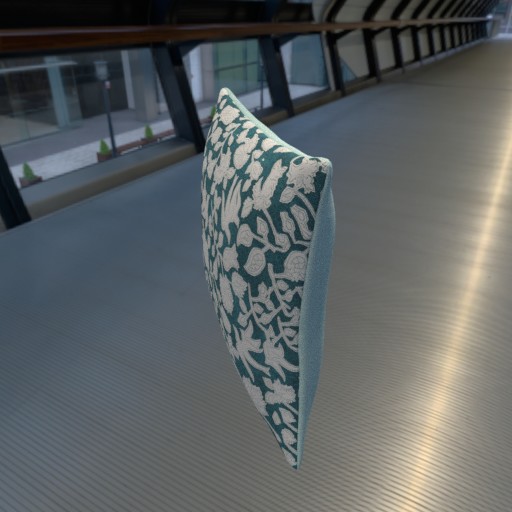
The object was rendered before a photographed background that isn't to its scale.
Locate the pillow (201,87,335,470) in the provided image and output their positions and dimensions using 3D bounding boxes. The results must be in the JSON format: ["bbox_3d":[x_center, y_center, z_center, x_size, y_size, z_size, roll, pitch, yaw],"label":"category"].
[{"bbox_3d":[0.000,0.000,0.806,0.166,0.508,0.525,-8,30,-14],"label":"pillow"}]
